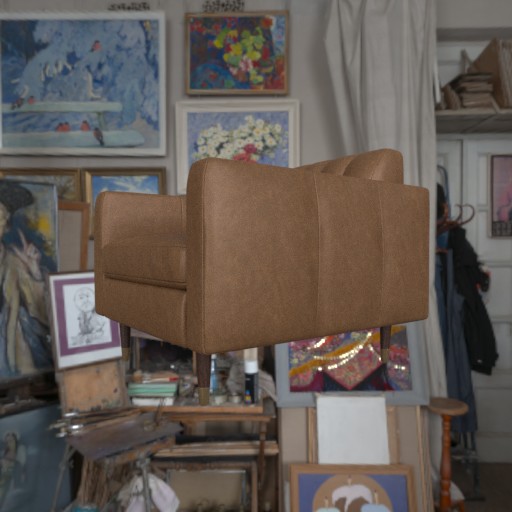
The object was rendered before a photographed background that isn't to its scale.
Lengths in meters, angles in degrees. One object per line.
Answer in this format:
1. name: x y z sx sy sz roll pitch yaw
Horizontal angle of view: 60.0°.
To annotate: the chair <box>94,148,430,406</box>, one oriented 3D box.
1. chair: 0.000 0.000 1.720 0.998 0.819 0.953 -1 1 -36
